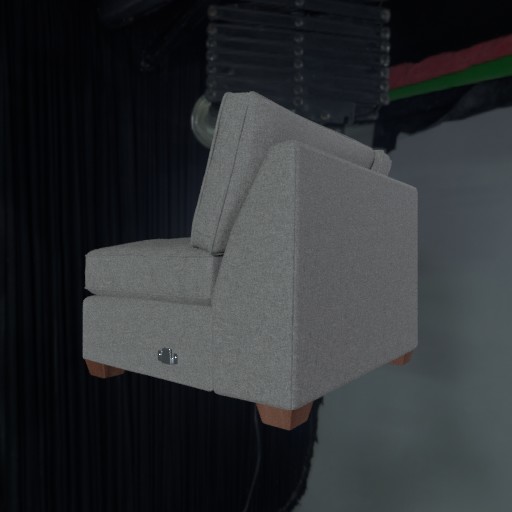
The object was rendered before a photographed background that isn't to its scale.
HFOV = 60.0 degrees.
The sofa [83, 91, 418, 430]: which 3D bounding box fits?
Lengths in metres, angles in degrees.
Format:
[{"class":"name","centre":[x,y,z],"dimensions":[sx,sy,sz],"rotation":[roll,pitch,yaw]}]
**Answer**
[{"class":"sofa","centre":[0.000,0.000,1.970],"dimensions":[1.084,1.002,1.146],"rotation":[0,0,37]}]
